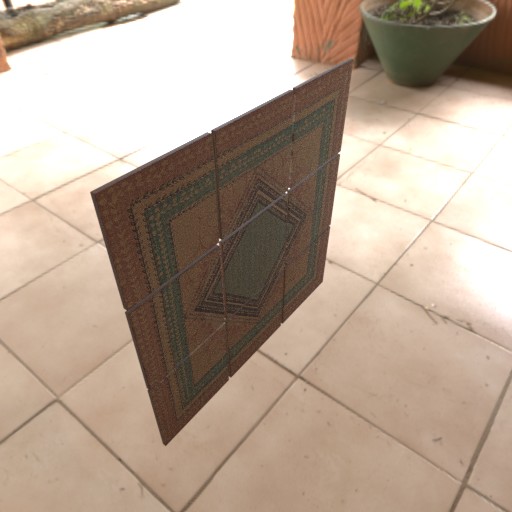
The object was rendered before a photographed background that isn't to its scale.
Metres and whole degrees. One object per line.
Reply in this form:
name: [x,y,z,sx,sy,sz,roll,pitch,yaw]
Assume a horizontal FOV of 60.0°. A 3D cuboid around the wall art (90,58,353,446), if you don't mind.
wall art: [0.000,0.000,1.334,0.013,0.914,0.915,27,48,28]
